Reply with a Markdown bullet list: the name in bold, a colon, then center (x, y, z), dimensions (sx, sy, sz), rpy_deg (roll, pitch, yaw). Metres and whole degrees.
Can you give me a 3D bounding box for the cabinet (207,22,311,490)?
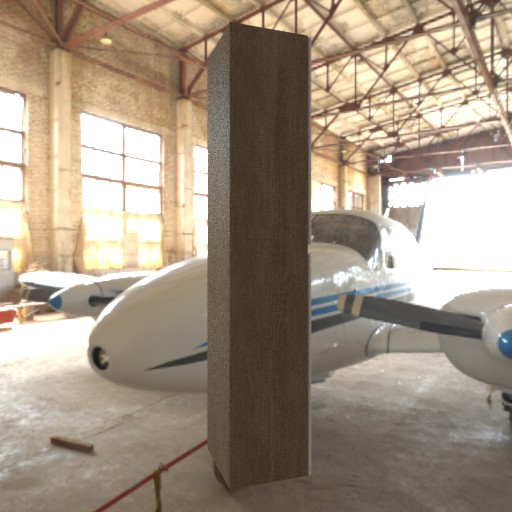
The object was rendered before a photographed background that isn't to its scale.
- **cabinet**: center (0.000, 0.000, 1.511), dimensions (0.270, 1.400, 0.300), rpy_deg (0, 0, -19)
